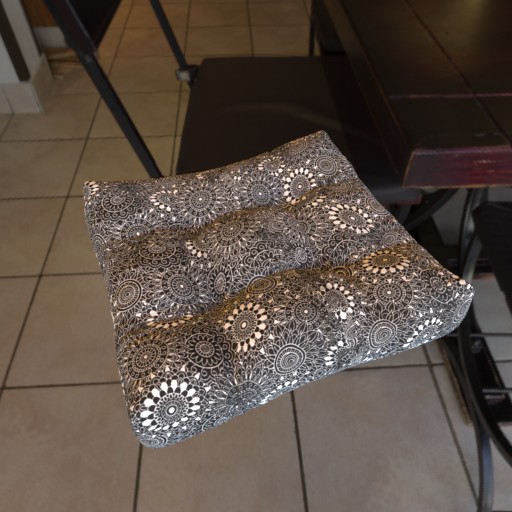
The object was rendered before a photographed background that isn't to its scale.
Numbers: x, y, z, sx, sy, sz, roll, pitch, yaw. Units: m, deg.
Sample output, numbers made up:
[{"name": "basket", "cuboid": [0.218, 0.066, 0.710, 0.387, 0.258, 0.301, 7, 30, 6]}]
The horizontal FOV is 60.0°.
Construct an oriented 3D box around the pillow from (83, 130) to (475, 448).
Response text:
[{"name": "pillow", "cuboid": [0.000, 0.000, 0.721, 0.490, 0.128, 0.468, -17, 50, -14]}]
